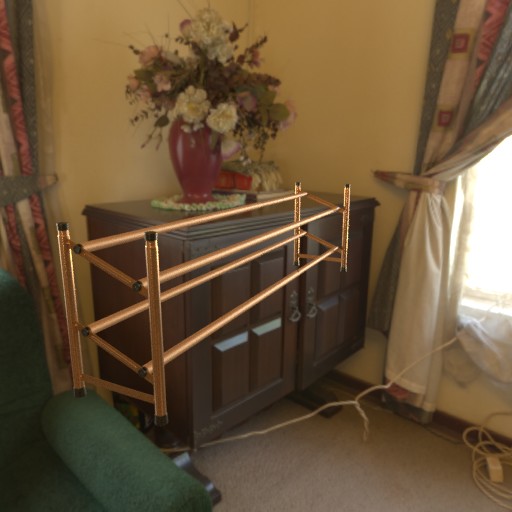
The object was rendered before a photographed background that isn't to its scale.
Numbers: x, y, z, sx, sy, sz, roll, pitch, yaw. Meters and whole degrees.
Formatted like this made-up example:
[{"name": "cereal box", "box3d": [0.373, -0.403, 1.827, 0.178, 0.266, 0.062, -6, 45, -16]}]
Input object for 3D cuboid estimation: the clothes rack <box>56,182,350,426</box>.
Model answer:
[{"name": "clothes rack", "box3d": [0.000, 0.000, 1.297, 0.229, 0.349, 1.168, 7, 15, 26]}]
